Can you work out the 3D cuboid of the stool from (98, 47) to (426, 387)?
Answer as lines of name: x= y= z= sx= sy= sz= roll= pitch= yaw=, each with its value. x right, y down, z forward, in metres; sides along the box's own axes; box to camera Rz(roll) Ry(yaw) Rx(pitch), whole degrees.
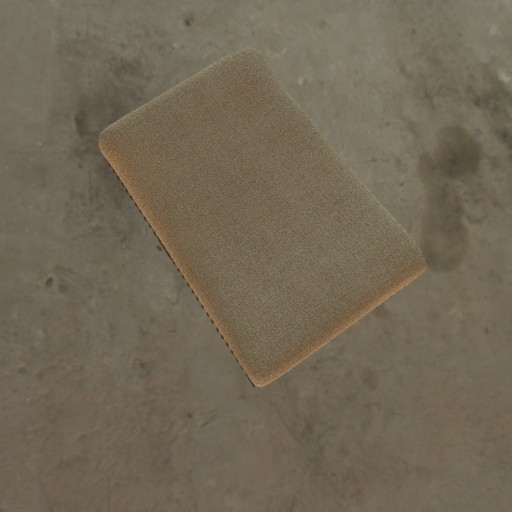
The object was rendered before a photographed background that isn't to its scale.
stool: x=0.000 y=0.000 z=1.061 sx=0.363 sy=0.768 sz=0.509 roll=-33 pitch=78 yaw=-8
